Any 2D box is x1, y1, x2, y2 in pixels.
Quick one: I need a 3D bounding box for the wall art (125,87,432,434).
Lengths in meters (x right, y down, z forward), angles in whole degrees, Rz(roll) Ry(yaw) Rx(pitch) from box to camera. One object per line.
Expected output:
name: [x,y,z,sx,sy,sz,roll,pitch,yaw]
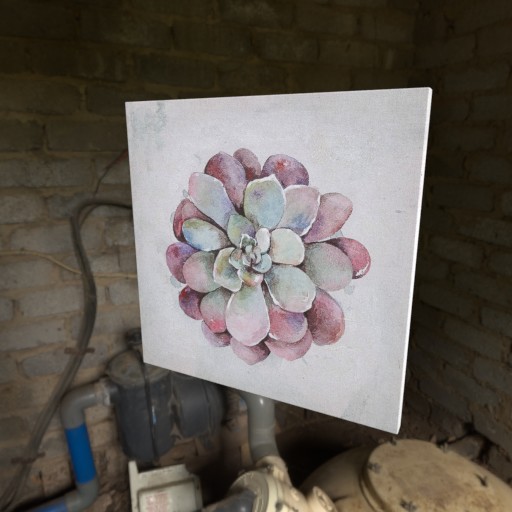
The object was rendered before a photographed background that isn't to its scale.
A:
wall art: [0.000,0.000,1.122,0.762,0.762,0.041,7,16,26]
